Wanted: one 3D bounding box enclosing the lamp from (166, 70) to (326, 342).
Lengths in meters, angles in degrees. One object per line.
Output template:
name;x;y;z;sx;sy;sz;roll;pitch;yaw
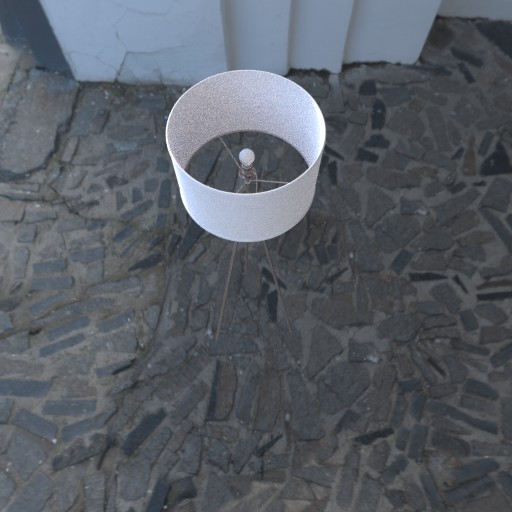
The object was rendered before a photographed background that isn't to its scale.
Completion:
lamp;0.000;0.000;1.829;0.458;1.545;0.448;16;66;7
